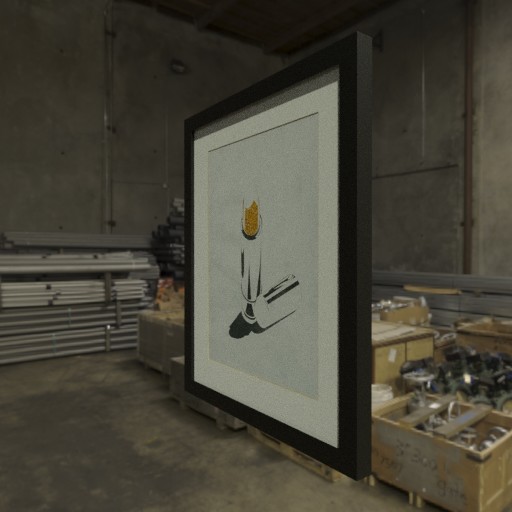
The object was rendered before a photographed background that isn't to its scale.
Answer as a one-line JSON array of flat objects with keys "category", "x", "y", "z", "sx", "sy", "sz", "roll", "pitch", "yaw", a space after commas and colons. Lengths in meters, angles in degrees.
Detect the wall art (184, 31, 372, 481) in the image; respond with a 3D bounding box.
[{"category": "wall art", "x": 0.000, "y": 0.000, "z": 0.741, "sx": 0.029, "sy": 0.559, "sz": 0.457, "roll": 0, "pitch": 0, "yaw": -37}]
